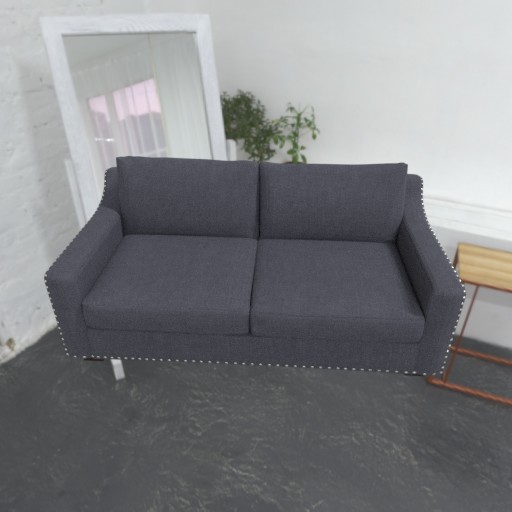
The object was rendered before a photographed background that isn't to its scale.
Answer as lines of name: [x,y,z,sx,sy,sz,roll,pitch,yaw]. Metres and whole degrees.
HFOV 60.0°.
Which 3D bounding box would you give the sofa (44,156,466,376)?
sofa: [0.000,0.000,3.254,2.550,1.196,1.336,2,32,3]
